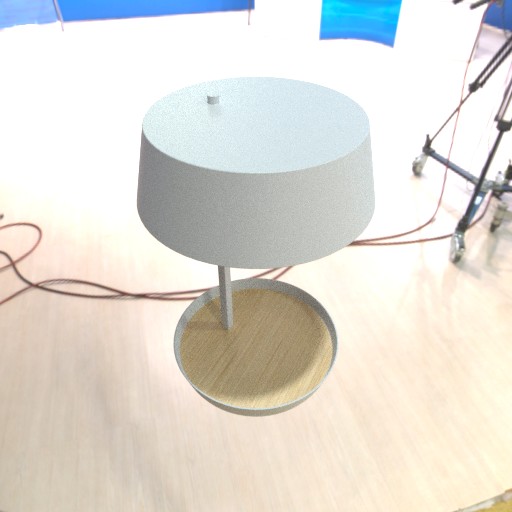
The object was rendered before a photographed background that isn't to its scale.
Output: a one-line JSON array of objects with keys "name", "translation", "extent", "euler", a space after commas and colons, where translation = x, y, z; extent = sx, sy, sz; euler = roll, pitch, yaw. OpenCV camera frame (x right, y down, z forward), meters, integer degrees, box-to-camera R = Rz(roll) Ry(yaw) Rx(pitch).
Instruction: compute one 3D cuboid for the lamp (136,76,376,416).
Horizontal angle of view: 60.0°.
[{"name": "lamp", "translation": [0.000, 0.000, 0.622], "extent": [0.291, 0.429, 0.291], "euler": [0, 41, 0]}]
